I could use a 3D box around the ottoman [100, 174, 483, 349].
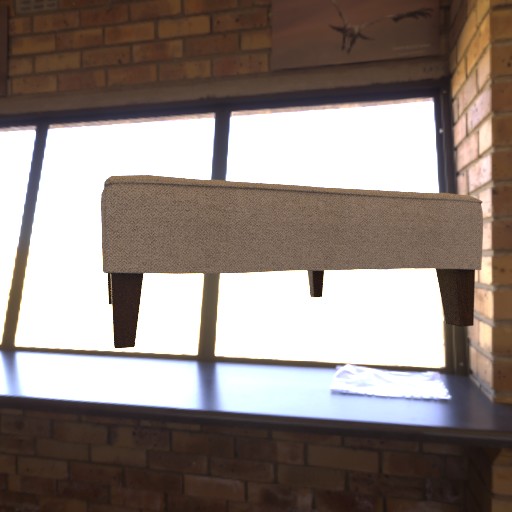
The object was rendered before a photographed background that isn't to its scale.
[{"bbox_3d":[0.000,0.000,1.486,0.982,0.381,0.973,0,0,-19],"label":"ottoman"}]
